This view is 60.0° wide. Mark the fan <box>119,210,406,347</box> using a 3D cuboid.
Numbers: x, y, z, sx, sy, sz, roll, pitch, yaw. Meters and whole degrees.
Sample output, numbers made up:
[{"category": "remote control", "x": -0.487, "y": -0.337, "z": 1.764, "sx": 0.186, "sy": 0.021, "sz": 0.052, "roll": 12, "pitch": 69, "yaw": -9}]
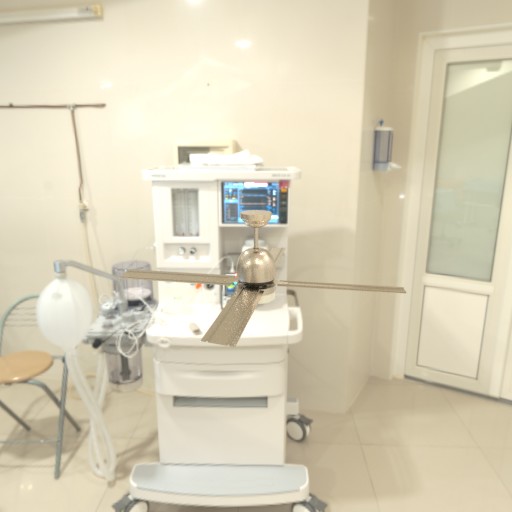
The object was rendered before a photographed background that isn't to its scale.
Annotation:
[{"category": "fan", "x": 0.000, "y": 0.000, "z": 2.056, "sx": 1.346, "sy": 0.406, "sz": 1.346, "roll": 2, "pitch": 15, "yaw": 9}]
